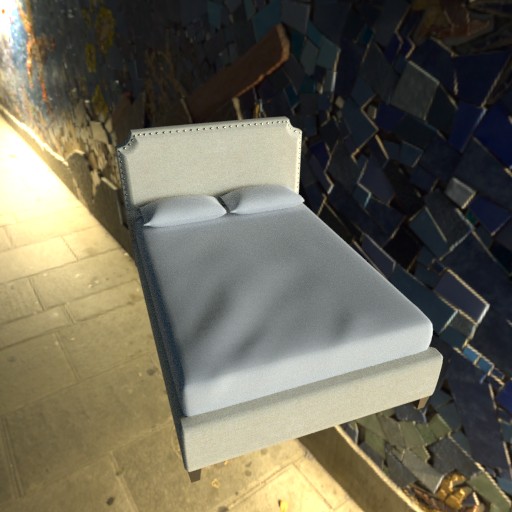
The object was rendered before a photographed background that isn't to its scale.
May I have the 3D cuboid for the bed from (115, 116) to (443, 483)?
[{"bbox_3d":[0.000,0.000,3.377,1.713,1.457,2.381,-10,32,-17],"label":"bed"}]
